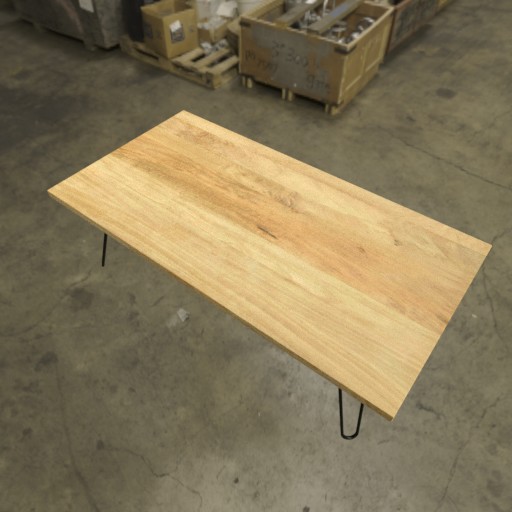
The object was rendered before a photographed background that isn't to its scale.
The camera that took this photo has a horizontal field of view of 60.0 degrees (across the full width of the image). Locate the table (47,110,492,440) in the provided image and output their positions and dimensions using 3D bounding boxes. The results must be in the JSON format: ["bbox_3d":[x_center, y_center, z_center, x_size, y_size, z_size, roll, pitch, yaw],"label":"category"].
[{"bbox_3d":[0.000,0.000,1.639,1.348,0.400,0.699,30,54,24],"label":"table"}]
